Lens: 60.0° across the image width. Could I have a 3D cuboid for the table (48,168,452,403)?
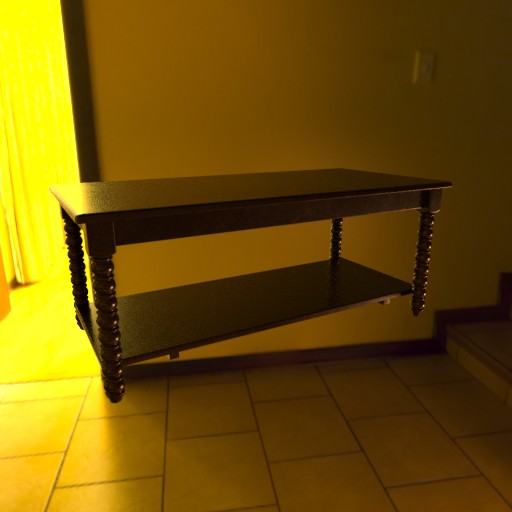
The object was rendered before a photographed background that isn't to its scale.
[{"bbox_3d":[0.000,0.000,1.489,1.171,0.487,0.580,-9,19,-28],"label":"table"}]
